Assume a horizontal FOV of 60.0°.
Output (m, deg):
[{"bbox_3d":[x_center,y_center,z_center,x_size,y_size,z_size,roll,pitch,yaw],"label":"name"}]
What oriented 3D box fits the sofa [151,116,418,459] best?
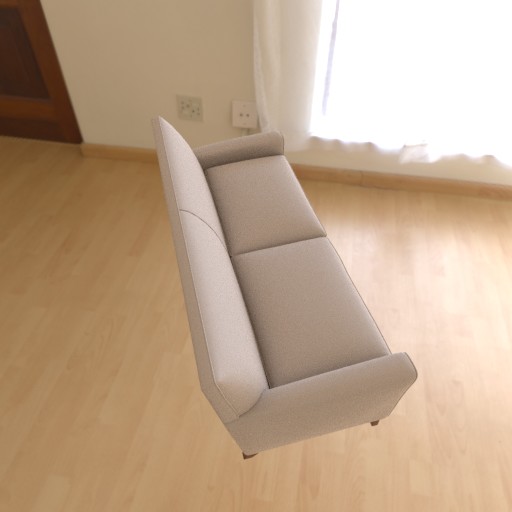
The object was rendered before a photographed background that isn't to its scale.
[{"bbox_3d":[0.000,0.000,2.508,0.875,0.846,2.000,-10,47,-10],"label":"sofa"}]
